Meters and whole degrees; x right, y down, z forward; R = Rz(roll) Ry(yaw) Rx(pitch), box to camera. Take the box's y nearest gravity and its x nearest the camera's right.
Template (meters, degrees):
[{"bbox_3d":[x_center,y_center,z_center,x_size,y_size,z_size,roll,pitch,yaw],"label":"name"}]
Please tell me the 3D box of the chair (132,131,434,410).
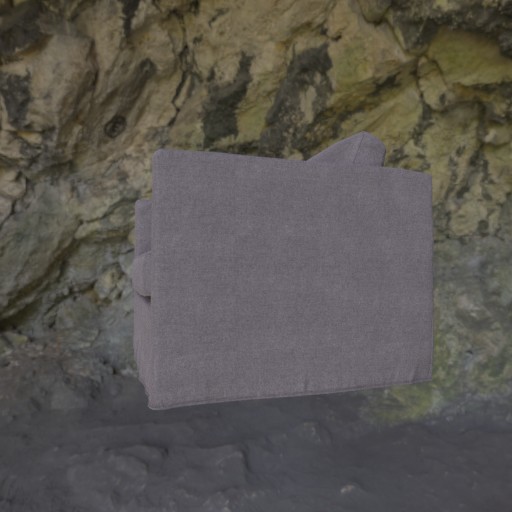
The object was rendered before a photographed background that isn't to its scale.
[{"bbox_3d":[0.000,0.000,1.820,0.949,0.863,1.057,1,-2,-18],"label":"chair"}]
